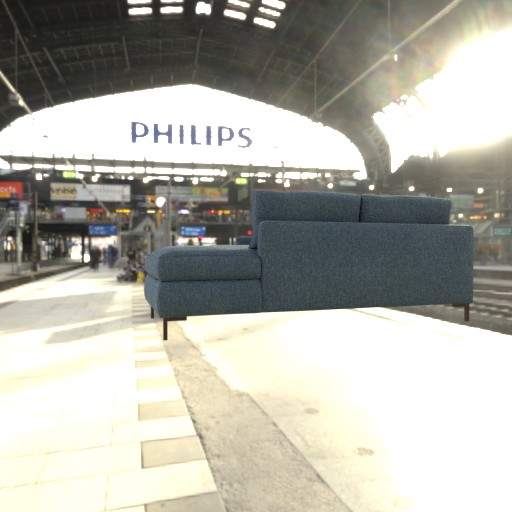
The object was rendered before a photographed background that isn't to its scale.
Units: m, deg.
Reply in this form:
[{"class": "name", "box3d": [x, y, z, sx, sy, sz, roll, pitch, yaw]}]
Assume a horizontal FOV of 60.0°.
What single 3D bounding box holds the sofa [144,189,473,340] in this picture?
[{"class": "sofa", "box3d": [0.000, 0.000, 3.898, 2.007, 0.815, 2.949, 0, 1, -18]}]
